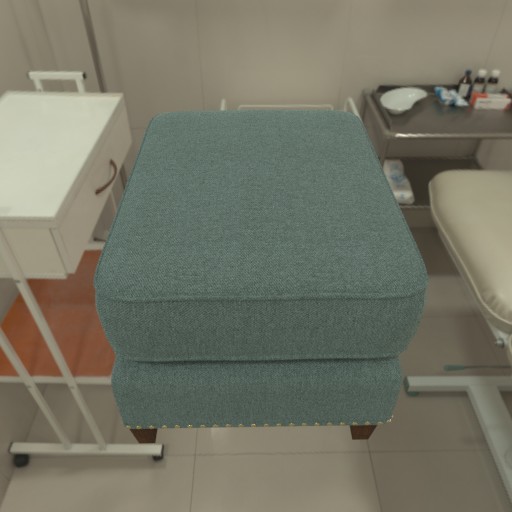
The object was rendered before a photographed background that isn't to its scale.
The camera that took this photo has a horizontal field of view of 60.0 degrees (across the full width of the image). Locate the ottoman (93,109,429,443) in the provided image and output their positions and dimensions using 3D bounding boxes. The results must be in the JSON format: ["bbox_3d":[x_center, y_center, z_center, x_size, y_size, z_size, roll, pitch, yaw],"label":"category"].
[{"bbox_3d":[0.000,0.000,1.104,0.589,0.537,0.738,-1,42,-1],"label":"ottoman"}]
